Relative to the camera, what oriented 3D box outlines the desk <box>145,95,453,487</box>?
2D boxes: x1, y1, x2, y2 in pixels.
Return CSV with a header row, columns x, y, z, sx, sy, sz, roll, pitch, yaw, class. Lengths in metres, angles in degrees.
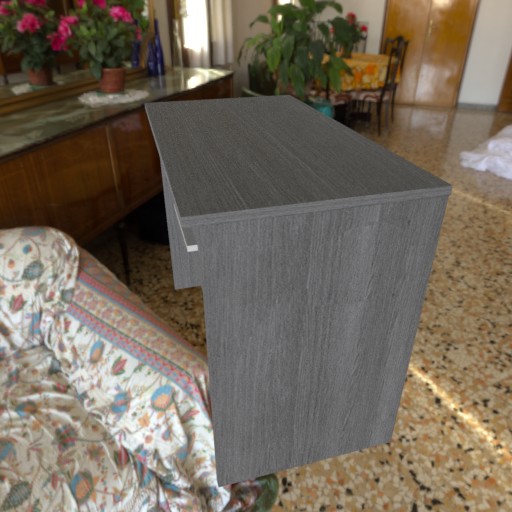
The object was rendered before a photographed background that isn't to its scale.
x,y,z,sx,sy,sz,roll,pitch,yaw,class
0.000,0.000,1.307,0.498,0.724,0.893,-8,31,-14,desk
